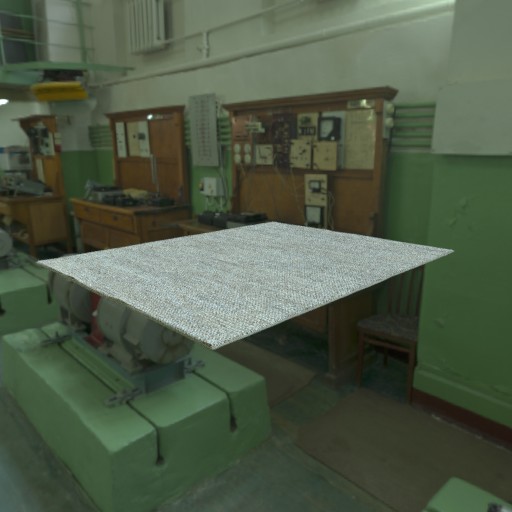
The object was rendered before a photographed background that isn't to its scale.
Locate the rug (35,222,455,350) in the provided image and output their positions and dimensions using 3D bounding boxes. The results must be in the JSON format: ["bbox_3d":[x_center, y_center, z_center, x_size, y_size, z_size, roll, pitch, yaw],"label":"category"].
[{"bbox_3d":[0.000,0.000,4.094,3.052,0.030,2.429,-13,19,-43],"label":"rug"}]
